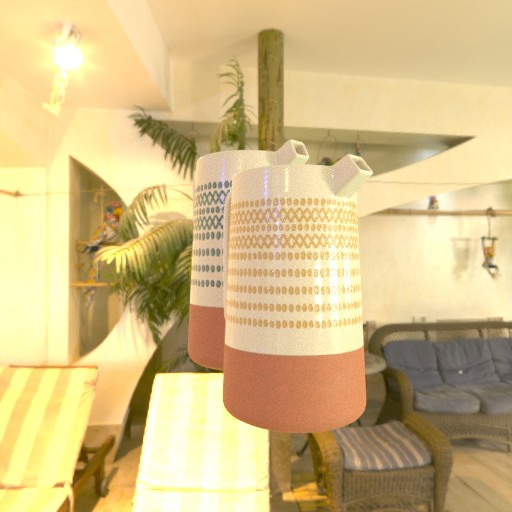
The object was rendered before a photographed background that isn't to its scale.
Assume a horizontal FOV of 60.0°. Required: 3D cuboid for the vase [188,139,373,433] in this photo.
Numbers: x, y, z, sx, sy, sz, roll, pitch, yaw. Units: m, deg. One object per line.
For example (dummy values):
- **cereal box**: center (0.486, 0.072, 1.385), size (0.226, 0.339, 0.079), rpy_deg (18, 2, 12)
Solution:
- **vase**: center (0.000, 0.000, 0.459), size (0.168, 0.247, 0.326), rpy_deg (0, -1, -1)
